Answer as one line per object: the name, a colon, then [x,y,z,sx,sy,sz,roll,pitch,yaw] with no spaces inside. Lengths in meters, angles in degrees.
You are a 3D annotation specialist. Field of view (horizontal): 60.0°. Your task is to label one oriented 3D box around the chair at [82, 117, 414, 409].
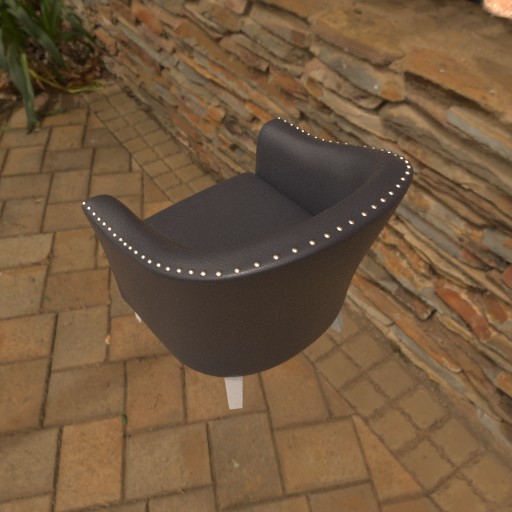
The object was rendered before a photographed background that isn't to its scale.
chair: [0.000,0.000,1.451,0.794,0.823,0.748,-31,54,-26]
